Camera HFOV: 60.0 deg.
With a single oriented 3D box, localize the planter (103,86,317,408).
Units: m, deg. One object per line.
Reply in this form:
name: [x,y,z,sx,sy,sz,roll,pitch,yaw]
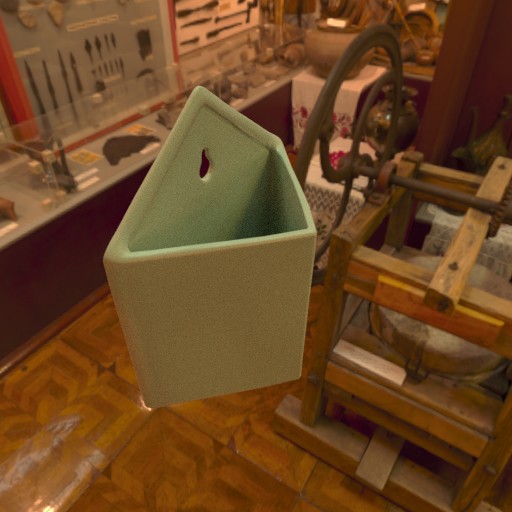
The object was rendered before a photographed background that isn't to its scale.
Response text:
planter: [0.000,0.000,0.280,0.079,0.197,0.164,24,46,26]
